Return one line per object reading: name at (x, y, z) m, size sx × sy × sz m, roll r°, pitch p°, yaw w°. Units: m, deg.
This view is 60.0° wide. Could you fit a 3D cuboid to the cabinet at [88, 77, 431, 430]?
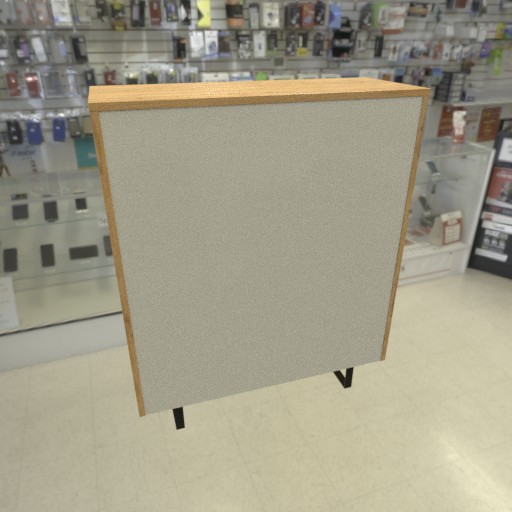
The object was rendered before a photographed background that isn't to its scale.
cabinet at (0.000, 0.000, 1.949) m, size 1.168 × 1.397 × 0.473 m, roll -8°, pitch 28°, yaw -16°
